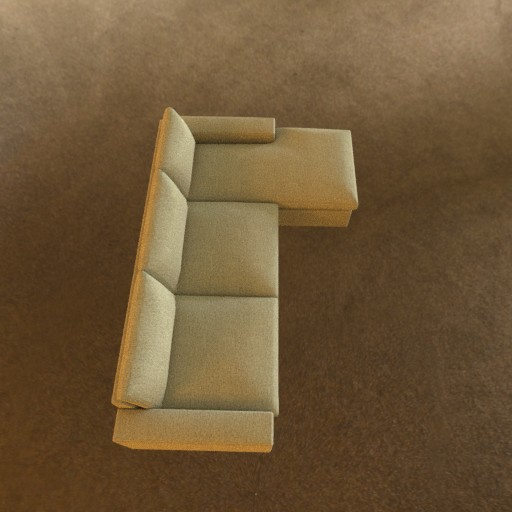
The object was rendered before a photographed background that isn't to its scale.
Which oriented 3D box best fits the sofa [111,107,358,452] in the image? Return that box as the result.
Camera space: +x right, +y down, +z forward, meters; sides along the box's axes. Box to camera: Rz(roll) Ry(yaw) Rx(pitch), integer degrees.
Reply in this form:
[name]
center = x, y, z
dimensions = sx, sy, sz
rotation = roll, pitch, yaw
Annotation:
[sofa]
center = 0.000, 0.000, 3.417
dimensions = 1.689, 0.813, 2.718
rotation = 1, 62, 1
